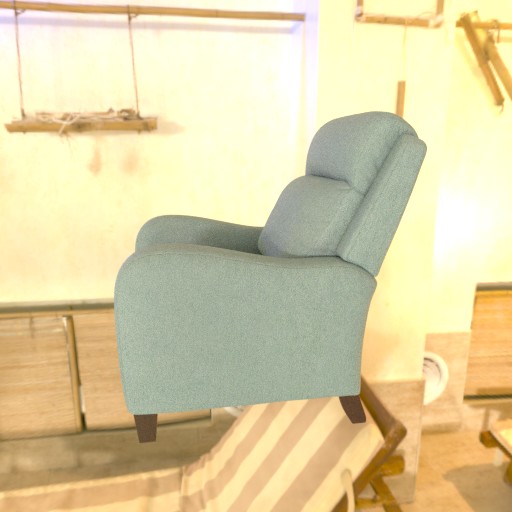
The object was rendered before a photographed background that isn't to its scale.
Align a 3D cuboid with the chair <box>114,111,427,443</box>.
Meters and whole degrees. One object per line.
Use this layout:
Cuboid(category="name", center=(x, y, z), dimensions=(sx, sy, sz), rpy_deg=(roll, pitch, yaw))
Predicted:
Cuboid(category="chair", center=(0.000, 0.000, 1.737), dimensions=(0.988, 1.067, 0.785), rpy_deg=(-2, 14, -9))
